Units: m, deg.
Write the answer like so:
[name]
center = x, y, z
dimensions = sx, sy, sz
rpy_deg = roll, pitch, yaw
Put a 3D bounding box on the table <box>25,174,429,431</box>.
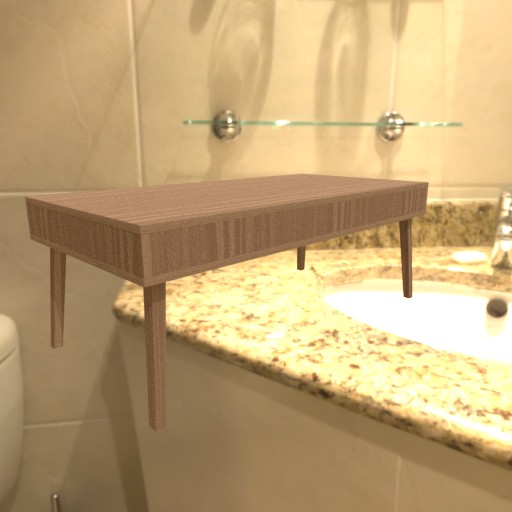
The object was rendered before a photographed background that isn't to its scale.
[table]
center = 0.000, 0.000, 1.482
dimensions = 0.600, 0.450, 1.200
rpy_deg = 14, 20, 43
